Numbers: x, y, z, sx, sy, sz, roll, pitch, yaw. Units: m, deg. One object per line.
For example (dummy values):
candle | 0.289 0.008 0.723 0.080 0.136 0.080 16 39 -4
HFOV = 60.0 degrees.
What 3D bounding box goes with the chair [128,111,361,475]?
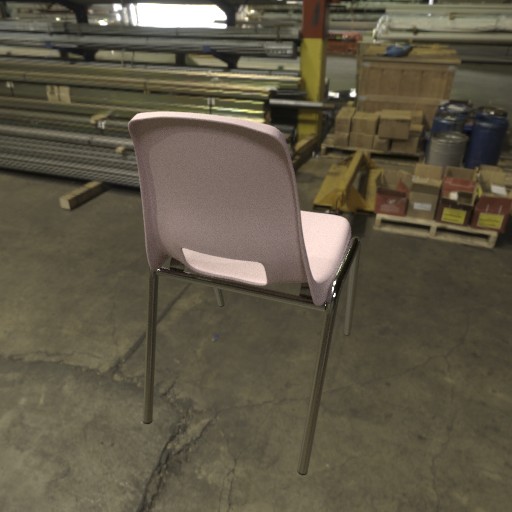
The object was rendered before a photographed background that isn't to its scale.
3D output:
chair | 0.000 0.000 0.883 0.381 0.653 0.436 11 33 17
